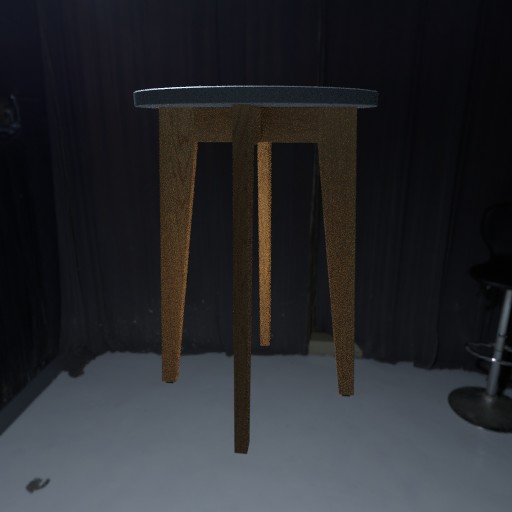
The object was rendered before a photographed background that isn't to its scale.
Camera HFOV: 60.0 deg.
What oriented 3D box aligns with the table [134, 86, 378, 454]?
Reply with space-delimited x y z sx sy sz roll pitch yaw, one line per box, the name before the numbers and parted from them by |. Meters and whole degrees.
table | 0.000 0.000 0.729 0.350 0.500 0.350 0 17 0
